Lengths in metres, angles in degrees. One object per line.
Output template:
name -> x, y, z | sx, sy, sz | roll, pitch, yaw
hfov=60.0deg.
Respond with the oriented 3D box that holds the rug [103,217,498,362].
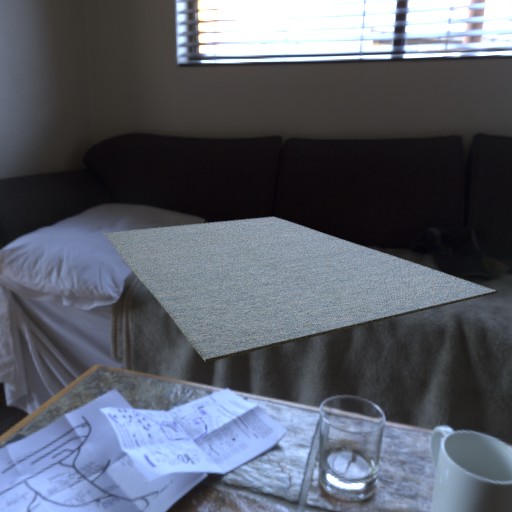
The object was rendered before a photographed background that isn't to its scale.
rug -> 0.000, 0.000, 2.844 | 1.547, 0.013, 2.283 | -8, 17, -26
